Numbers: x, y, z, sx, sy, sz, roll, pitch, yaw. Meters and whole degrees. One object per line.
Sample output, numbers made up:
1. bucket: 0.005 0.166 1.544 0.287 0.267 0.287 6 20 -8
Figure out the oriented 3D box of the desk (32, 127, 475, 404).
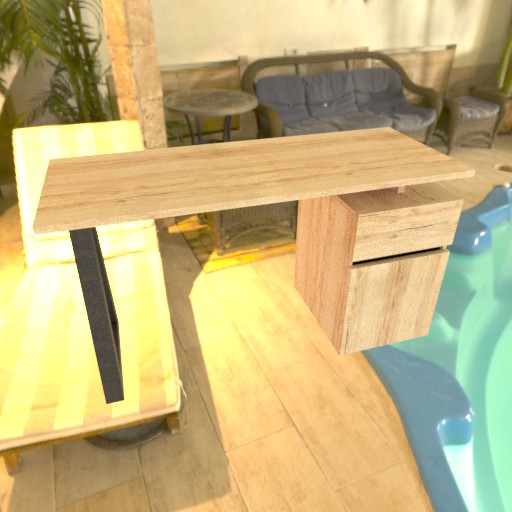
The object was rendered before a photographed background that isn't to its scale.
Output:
1. desk: 0.000 0.000 1.761 1.400 0.760 0.550 -9 33 -15
